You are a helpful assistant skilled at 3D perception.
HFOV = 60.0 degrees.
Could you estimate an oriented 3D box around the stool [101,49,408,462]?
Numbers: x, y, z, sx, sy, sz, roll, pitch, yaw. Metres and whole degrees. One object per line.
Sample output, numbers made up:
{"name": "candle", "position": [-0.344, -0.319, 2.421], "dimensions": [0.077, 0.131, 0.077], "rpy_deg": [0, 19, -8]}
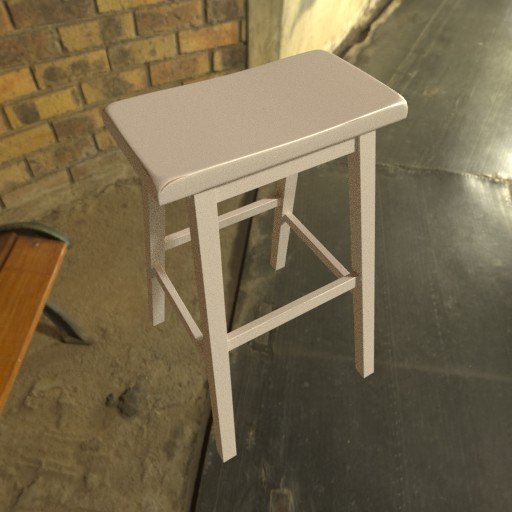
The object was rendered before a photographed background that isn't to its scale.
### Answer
{"name": "stool", "position": [0.000, 0.000, 0.988], "dimensions": [0.457, 0.737, 0.476], "rpy_deg": [-23, 51, -20]}
